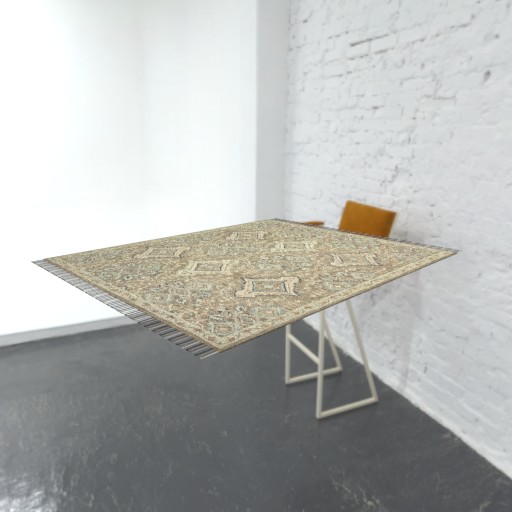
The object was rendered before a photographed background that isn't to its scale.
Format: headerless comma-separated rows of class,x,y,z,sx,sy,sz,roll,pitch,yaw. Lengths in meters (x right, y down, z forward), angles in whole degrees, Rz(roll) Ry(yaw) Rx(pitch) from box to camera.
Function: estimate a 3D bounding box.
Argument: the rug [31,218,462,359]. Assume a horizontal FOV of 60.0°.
rug,0.000,0.000,3.997,3.056,0.010,2.437,-14,20,-42
